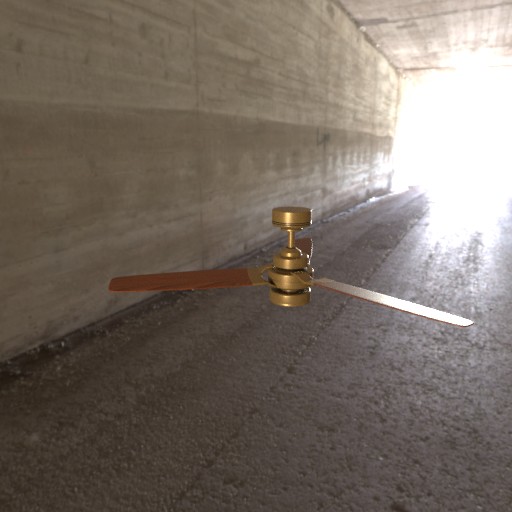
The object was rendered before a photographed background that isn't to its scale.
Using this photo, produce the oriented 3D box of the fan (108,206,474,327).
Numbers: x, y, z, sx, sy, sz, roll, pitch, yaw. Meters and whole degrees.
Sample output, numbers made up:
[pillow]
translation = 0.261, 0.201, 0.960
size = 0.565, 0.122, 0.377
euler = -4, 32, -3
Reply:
[fan]
translation = 0.000, 0.000, 1.992
size = 1.271, 0.425, 1.416
euler = -3, 15, -10
